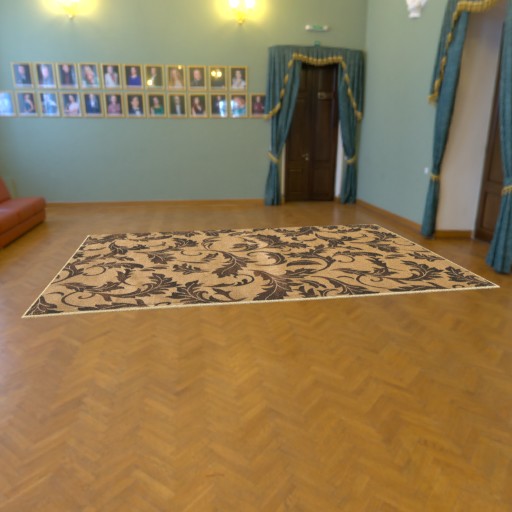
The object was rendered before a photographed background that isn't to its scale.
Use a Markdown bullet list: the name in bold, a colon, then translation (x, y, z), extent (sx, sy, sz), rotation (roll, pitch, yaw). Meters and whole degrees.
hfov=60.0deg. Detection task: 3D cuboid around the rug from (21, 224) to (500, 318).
- **rug**: translation (0.000, 0.000, 2.784), extent (2.284, 0.008, 1.522), rotation (-3, 17, -9)
